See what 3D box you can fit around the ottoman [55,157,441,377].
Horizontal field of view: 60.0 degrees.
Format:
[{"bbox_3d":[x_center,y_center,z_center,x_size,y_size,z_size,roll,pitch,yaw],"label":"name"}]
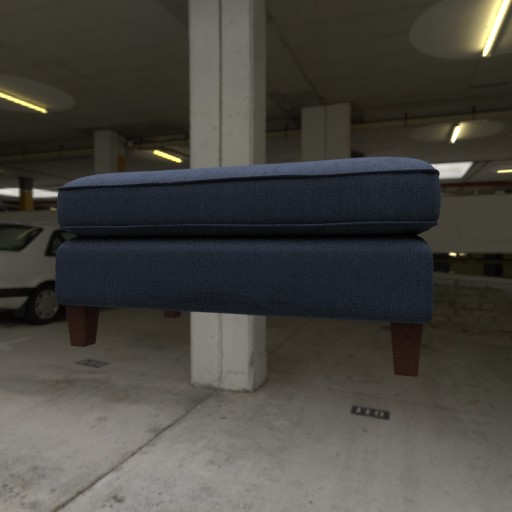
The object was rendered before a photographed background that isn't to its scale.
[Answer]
[{"bbox_3d":[0.000,0.000,1.181,0.885,0.438,0.570,1,2,19],"label":"ottoman"}]
